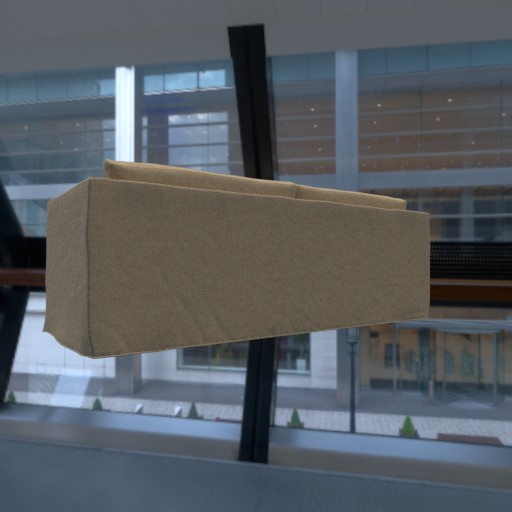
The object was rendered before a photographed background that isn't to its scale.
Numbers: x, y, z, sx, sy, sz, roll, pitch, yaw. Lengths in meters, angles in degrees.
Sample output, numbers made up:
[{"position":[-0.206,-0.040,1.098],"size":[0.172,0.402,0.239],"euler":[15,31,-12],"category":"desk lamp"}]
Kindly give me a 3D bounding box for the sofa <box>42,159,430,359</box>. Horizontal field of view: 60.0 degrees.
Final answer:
[{"position":[0.000,0.000,2.780],"size":[2.312,0.853,0.962],"euler":[1,-1,-35],"category":"sofa"}]
